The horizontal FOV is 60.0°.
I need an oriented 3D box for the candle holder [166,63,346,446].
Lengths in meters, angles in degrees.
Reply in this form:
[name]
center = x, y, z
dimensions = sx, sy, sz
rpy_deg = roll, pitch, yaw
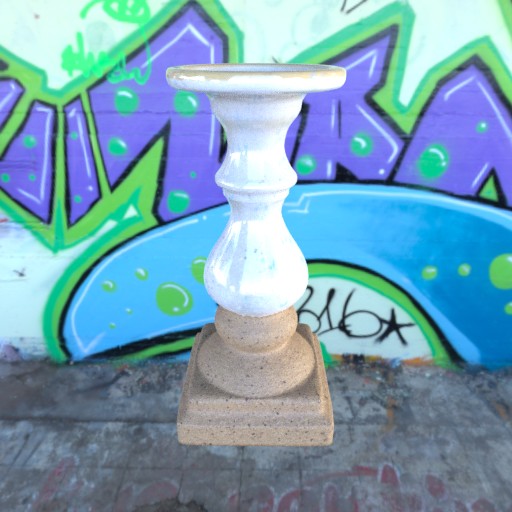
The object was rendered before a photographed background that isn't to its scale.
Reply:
[candle holder]
center = 0.000, 0.000, 0.304
dimensions = 0.110, 0.239, 0.110
rpy_deg = 0, 26, 1
